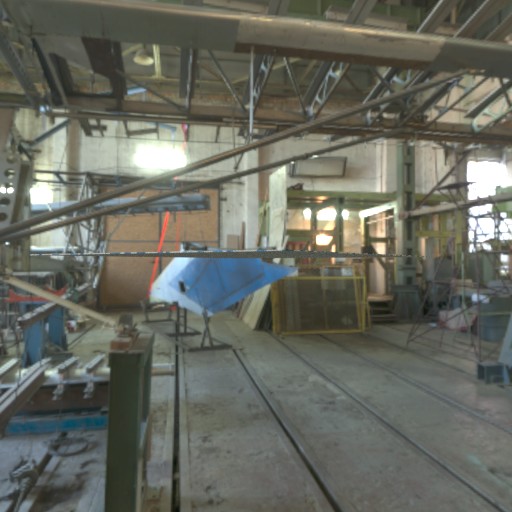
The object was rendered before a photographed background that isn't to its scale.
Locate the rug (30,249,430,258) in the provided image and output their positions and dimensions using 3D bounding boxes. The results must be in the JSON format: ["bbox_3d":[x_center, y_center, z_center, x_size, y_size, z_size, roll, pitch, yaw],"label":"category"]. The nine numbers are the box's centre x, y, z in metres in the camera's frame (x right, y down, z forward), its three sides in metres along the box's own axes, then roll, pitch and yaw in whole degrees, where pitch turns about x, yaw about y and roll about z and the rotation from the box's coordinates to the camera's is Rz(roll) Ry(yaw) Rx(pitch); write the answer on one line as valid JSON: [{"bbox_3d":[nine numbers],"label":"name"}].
[{"bbox_3d":[0.000,0.000,4.166,2.435,0.007,3.007,-1,-1,35],"label":"rug"}]
